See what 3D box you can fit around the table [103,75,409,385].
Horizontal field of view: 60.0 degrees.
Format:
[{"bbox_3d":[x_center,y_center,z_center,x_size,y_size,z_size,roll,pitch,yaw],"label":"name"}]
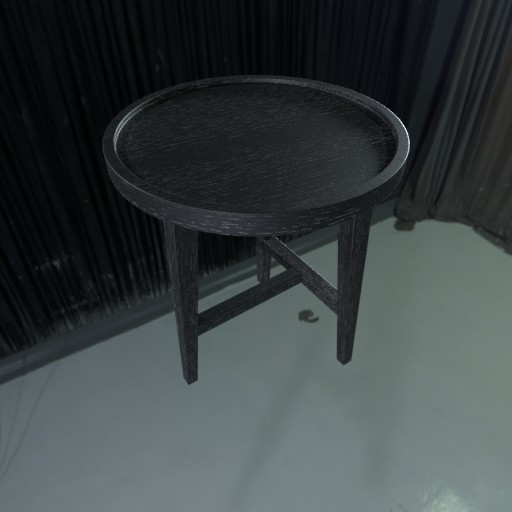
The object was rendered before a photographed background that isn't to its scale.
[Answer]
[{"bbox_3d":[0.000,0.000,0.746,0.399,0.460,0.399,0,41,0],"label":"table"}]
